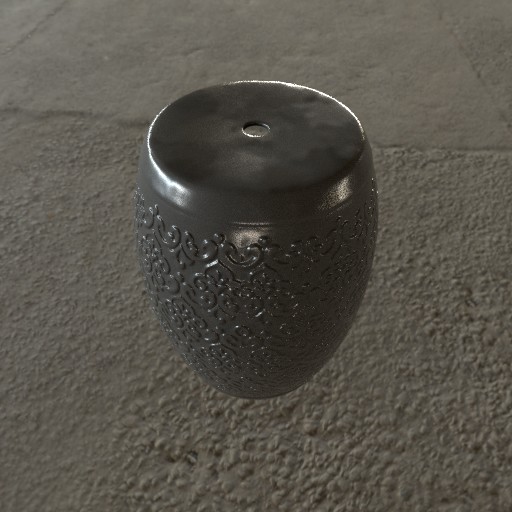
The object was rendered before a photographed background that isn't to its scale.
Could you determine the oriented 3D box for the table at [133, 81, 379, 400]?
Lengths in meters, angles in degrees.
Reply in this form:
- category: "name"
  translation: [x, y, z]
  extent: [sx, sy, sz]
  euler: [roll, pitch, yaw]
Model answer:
- category: "table"
  translation: [0.000, 0.000, 0.614]
  extent: [0.309, 0.397, 0.309]
  euler: [0, 46, 0]
